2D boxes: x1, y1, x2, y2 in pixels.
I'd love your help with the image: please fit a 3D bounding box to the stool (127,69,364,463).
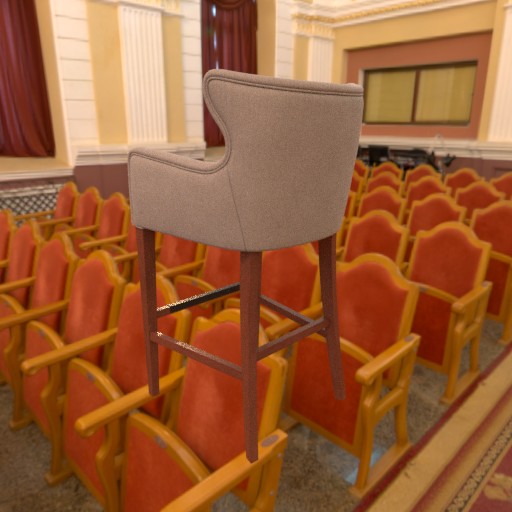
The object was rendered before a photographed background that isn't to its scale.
[{"bbox_3d":[0.000,0.000,1.419,0.575,1.047,0.575,-15,23,-42],"label":"stool"}]
